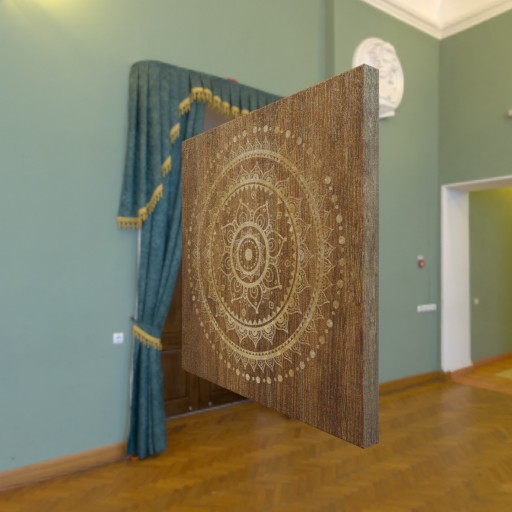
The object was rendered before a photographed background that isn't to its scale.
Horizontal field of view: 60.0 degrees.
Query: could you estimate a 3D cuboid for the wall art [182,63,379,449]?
[{"bbox_3d":[0.000,0.000,0.945,0.042,0.608,0.611,0,0,-37],"label":"wall art"}]
